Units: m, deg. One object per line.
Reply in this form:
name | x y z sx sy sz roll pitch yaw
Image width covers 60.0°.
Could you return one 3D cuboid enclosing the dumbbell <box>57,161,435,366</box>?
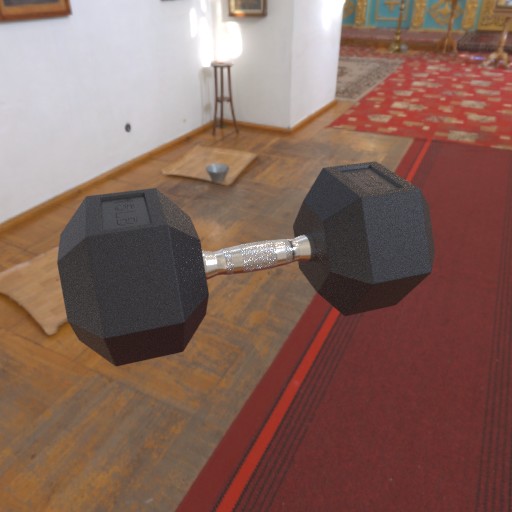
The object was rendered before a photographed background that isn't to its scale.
dumbbell | 0.000 0.000 0.342 0.271 0.106 0.122 -10 33 -15
